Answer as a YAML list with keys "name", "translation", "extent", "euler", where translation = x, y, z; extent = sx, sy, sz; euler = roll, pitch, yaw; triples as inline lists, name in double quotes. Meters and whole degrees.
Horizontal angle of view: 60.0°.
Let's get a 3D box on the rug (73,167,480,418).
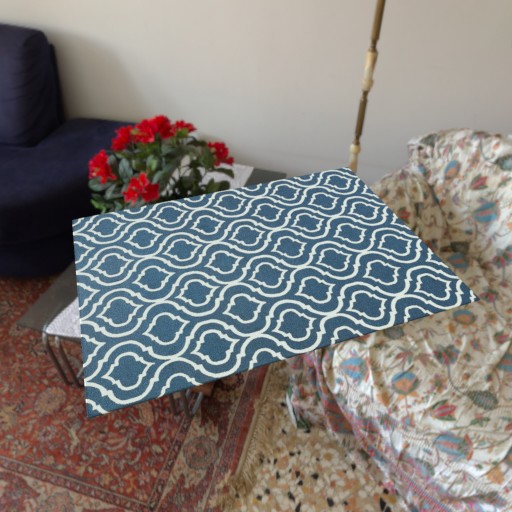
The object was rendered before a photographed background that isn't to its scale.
- name: "rug"
  translation: [0.000, 0.000, 4.361]
  extent: [3.353, 0.010, 2.438]
  euler: [-13, 43, -15]
